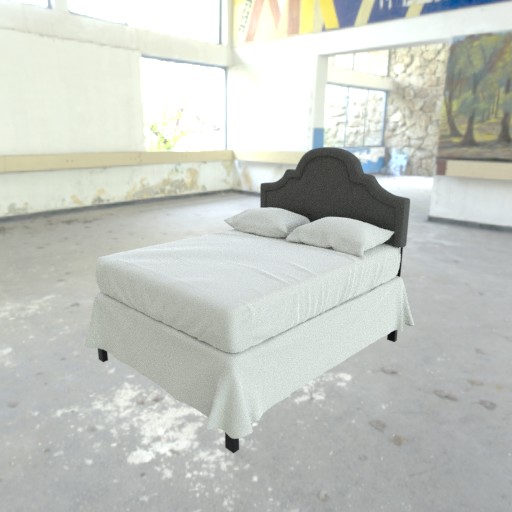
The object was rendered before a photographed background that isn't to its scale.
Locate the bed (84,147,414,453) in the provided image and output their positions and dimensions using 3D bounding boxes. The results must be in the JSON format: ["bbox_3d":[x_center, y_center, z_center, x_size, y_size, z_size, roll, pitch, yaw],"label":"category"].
[{"bbox_3d":[0.000,0.000,3.508,1.780,1.634,2.222,14,21,42],"label":"bed"}]
